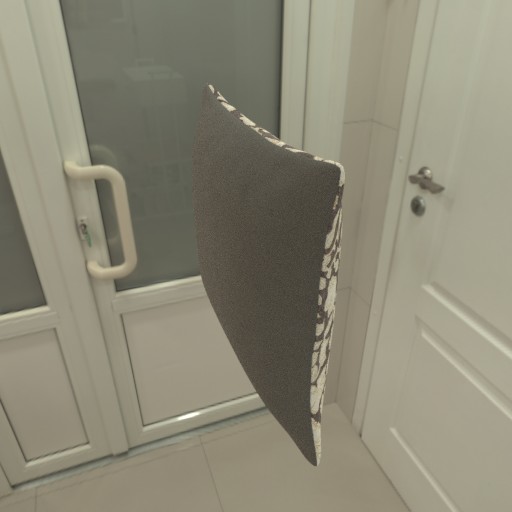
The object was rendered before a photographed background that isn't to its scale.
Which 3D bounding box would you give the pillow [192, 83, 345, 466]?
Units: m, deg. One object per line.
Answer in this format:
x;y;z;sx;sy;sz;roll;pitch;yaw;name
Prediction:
0.000;0.000;0.796;0.166;0.507;0.526;-11;32;-18;pillow
